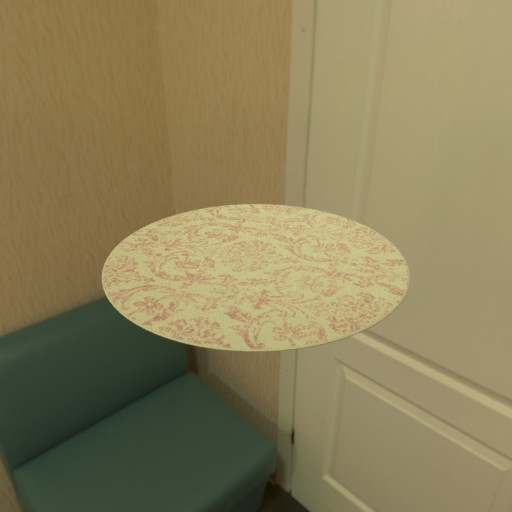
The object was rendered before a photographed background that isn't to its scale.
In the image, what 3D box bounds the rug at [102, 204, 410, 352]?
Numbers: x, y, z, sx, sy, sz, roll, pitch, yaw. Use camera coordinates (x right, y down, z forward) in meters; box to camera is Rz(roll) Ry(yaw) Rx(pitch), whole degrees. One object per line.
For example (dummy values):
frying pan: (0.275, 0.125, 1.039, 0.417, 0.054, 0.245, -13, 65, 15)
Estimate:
rug: (0.000, 0.000, 2.395, 1.593, 0.012, 1.593, 0, 27, 0)
